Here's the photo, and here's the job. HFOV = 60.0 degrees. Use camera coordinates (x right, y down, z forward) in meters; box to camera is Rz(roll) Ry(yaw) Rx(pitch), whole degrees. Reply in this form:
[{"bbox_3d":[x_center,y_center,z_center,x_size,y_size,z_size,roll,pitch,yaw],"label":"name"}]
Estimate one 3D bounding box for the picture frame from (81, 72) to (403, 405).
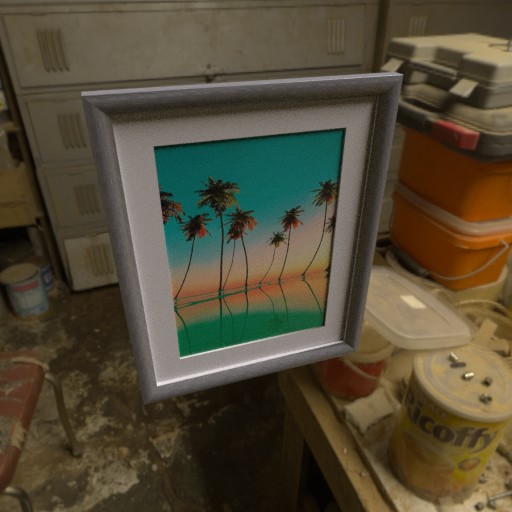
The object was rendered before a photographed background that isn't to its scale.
[{"bbox_3d":[0.000,0.000,0.755,0.454,0.559,0.029,-10,33,-15],"label":"picture frame"}]
